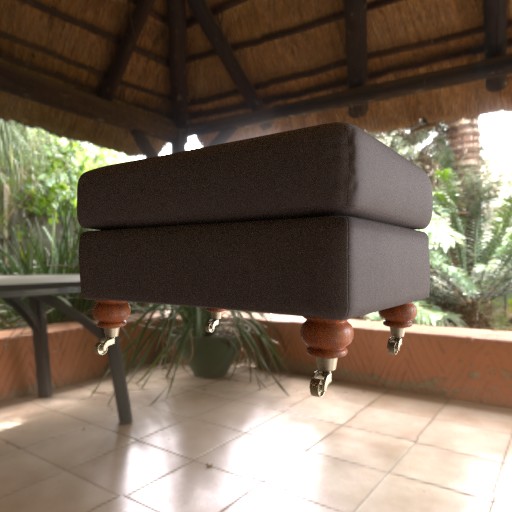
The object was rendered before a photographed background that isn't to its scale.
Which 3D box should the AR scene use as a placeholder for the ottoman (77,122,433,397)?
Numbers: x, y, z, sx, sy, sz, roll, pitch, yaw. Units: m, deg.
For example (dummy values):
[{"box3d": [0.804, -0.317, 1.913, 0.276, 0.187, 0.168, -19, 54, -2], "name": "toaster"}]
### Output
[{"box3d": [0.000, 0.000, 1.143, 0.773, 0.497, 0.574, 0, -1, 35], "name": "ottoman"}]
